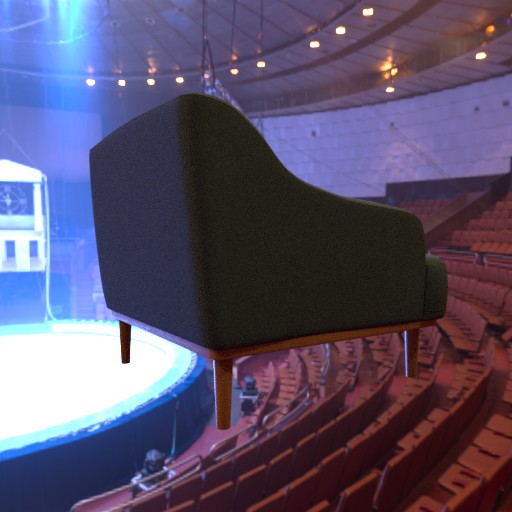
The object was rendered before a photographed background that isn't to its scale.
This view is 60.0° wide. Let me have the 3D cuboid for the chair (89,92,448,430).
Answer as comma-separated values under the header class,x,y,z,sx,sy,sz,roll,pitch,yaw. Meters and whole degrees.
class,x,y,z,sx,sy,sz,roll,pitch,yaw
chair,0.000,0.000,1.580,0.951,0.818,0.946,-1,2,-36
